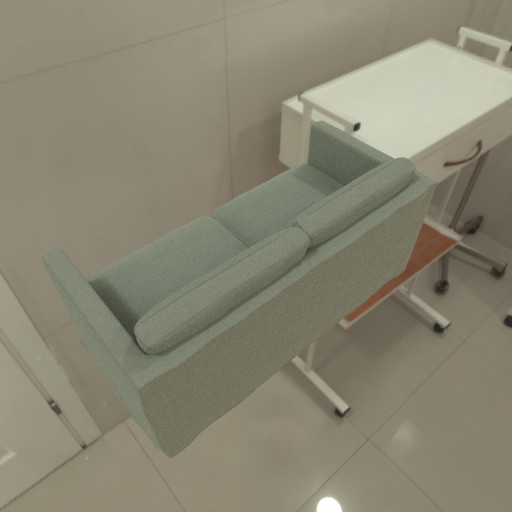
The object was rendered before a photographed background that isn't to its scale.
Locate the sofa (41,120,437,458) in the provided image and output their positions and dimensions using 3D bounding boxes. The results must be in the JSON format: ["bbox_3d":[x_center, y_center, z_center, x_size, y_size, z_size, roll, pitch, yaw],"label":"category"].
[{"bbox_3d":[0.000,0.000,2.531,1.987,0.870,0.940,-32,54,-27],"label":"sofa"}]
